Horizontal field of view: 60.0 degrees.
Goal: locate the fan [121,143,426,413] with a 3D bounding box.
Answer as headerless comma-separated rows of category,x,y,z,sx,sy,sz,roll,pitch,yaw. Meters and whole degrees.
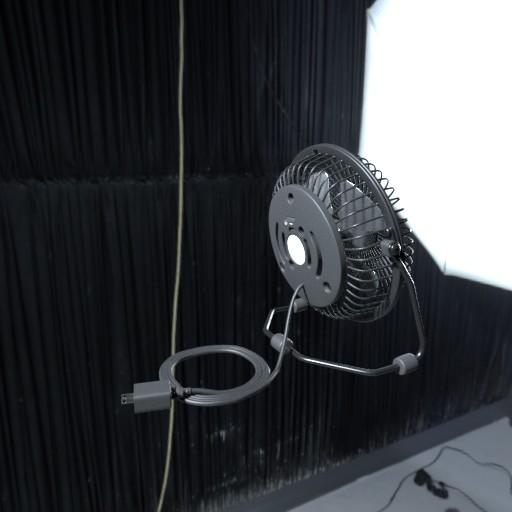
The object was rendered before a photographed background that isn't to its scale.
fan,0.000,0.000,0.307,0.202,0.152,0.153,-7,15,-26
